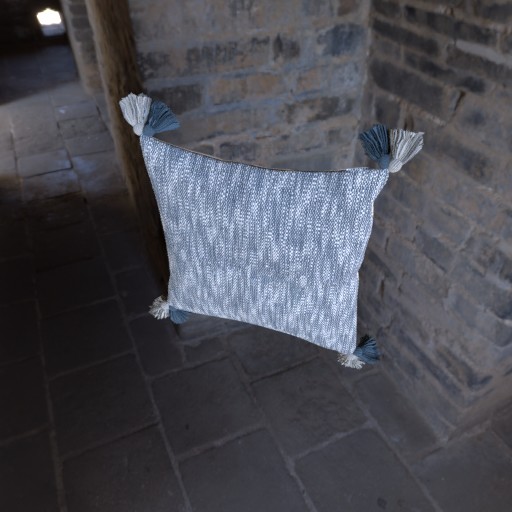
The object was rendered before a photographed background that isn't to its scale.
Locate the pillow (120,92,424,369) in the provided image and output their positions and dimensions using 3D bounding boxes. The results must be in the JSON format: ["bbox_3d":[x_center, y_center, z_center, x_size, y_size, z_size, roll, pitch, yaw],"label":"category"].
[{"bbox_3d":[0.000,0.000,0.951,0.614,0.634,0.138,12,41,14],"label":"pillow"}]
